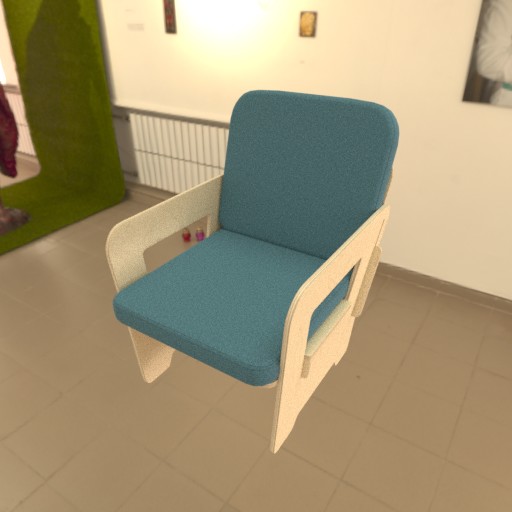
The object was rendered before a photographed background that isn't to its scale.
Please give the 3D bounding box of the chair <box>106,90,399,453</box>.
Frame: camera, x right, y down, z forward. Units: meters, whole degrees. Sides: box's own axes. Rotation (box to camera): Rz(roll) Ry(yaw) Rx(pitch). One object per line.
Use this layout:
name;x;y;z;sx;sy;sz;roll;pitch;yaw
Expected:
chair;0.000;0.000;1.191;0.547;0.747;0.657;18;34;28
